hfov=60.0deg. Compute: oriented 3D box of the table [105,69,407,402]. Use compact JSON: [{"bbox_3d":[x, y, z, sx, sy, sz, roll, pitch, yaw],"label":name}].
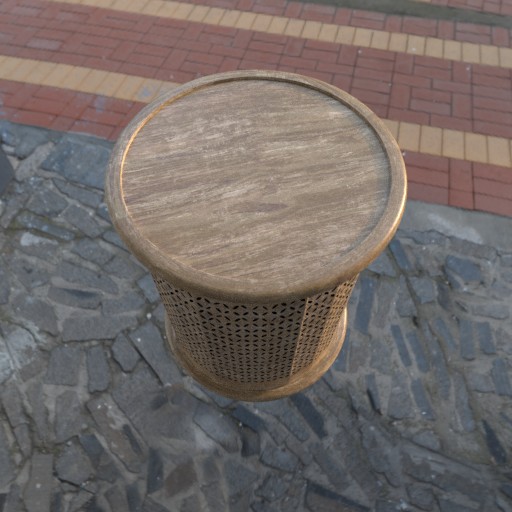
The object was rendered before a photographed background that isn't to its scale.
[{"bbox_3d":[0.000,0.000,0.802,0.407,0.482,0.407,0,58,0],"label":"table"}]
